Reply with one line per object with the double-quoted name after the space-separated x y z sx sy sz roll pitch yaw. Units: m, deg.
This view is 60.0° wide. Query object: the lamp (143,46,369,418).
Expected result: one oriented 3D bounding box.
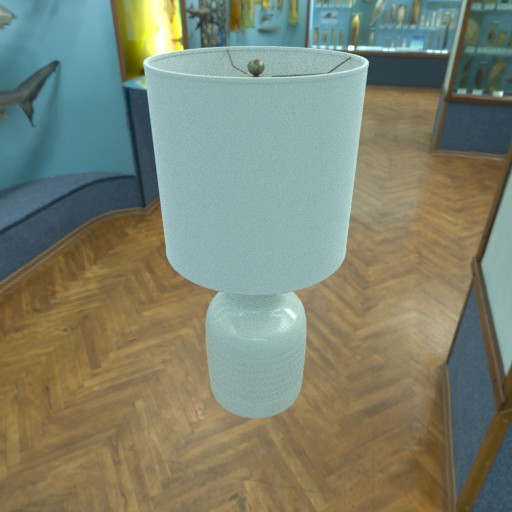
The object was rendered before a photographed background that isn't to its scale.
0.000 0.000 0.479 0.188 0.392 0.188 11 33 17 "lamp"
